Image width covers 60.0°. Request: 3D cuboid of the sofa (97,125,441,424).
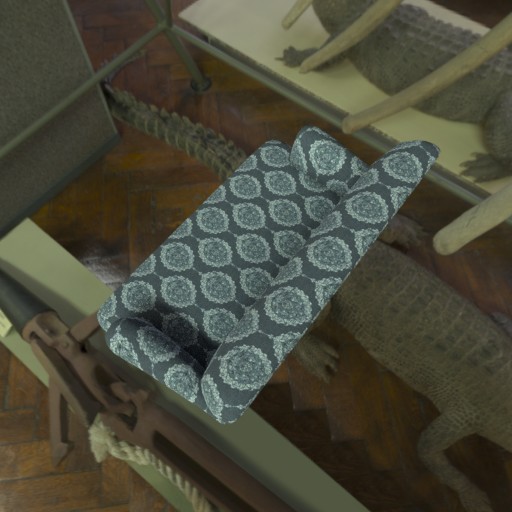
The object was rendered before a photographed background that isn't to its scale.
[{"bbox_3d":[0.000,0.000,1.843,0.779,0.867,1.297,35,68,16],"label":"sofa"}]
